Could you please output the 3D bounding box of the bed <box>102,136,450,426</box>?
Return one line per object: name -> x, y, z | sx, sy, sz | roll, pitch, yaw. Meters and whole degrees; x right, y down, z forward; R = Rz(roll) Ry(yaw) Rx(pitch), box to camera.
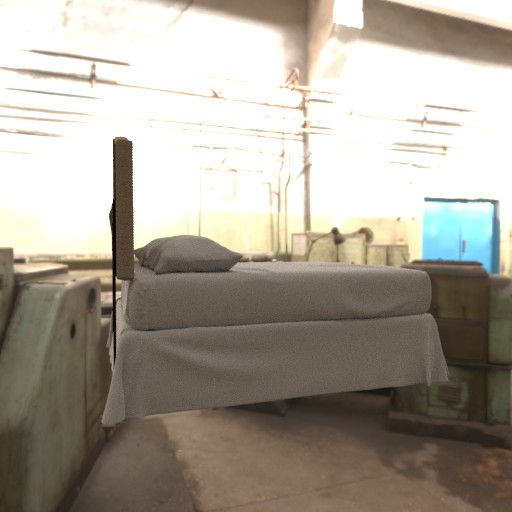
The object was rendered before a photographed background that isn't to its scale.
bed -> 0.000, 0.000, 3.406 | 2.221, 1.645, 1.876 | 0, 2, -18
